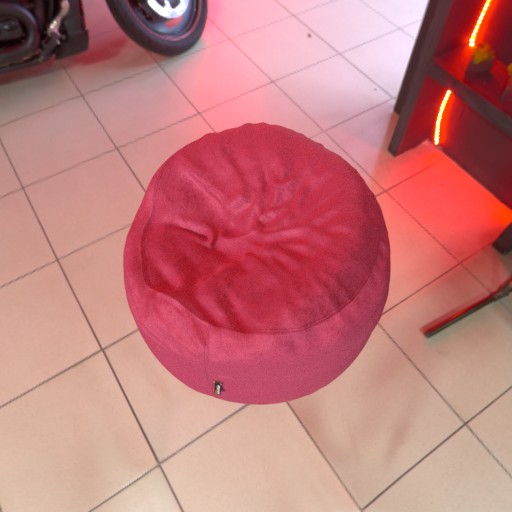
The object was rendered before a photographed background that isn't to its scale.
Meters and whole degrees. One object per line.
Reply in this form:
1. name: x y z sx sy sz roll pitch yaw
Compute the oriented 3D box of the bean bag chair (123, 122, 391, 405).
1. bean bag chair: 0.000 0.000 2.049 1.218 0.788 1.218 0 58 0
